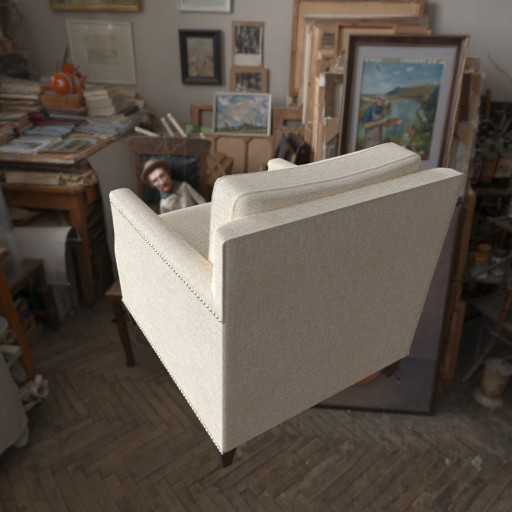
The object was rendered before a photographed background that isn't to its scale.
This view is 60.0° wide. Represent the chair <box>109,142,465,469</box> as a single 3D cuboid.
[{"bbox_3d":[0.000,0.000,1.711,0.838,0.940,1.041,-17,34,-28],"label":"chair"}]
